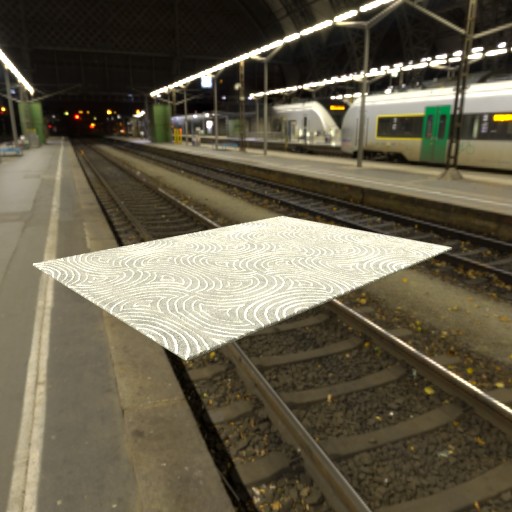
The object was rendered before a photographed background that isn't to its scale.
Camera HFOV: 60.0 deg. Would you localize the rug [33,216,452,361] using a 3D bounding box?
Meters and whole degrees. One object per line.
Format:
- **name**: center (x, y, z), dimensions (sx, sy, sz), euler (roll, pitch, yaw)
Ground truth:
- **rug**: center (0.000, 0.000, 2.775), dimensions (2.144, 0.015, 1.543), euler (-15, 22, -42)
